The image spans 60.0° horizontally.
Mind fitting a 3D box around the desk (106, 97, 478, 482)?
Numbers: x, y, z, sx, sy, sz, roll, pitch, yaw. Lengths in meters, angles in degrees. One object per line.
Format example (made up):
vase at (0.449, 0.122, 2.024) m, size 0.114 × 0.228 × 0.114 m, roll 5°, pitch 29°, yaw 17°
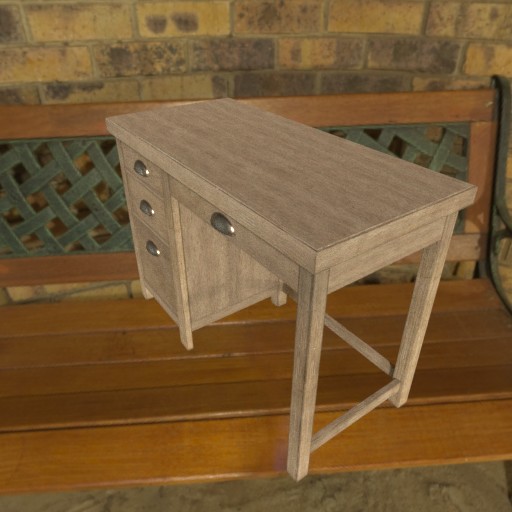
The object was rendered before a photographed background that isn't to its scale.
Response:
desk at (0.000, 0.000, 1.776) m, size 0.610 × 0.912 × 1.289 m, roll -21°, pitch 38°, yaw -29°
